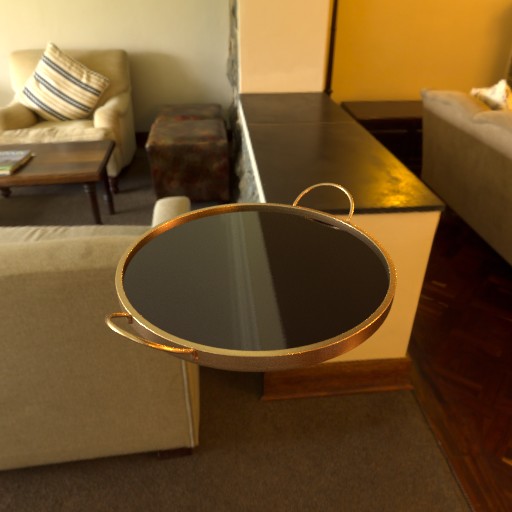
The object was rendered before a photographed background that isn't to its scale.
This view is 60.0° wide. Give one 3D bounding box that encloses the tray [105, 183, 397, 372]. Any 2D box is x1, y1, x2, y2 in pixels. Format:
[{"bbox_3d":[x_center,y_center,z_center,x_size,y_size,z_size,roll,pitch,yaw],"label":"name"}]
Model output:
[{"bbox_3d":[0.000,0.000,0.712,0.438,0.069,0.543,20,37,30],"label":"tray"}]
